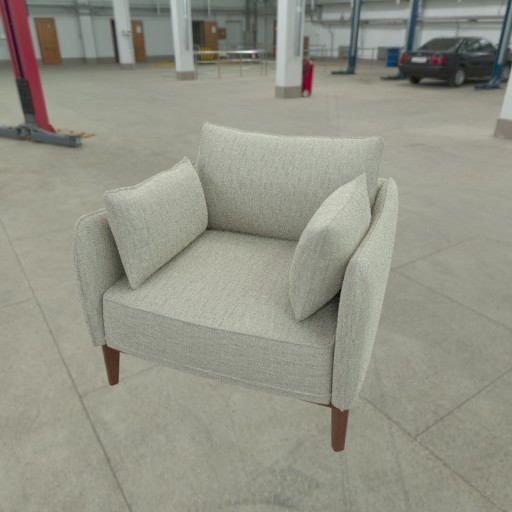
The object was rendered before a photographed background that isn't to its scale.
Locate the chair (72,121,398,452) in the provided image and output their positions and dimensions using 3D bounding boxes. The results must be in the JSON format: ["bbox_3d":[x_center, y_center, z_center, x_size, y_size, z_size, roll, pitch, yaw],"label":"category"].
[{"bbox_3d":[0.000,0.000,1.731,0.994,0.855,0.991,9,28,18],"label":"chair"}]
